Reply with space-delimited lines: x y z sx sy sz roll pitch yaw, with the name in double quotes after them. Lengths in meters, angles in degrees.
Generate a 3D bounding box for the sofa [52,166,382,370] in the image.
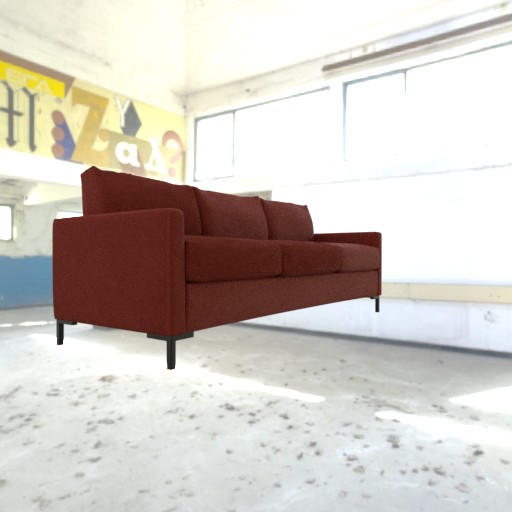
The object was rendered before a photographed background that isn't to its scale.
0.000 0.000 2.818 0.875 0.879 2.252 0 0 36 "sofa"
